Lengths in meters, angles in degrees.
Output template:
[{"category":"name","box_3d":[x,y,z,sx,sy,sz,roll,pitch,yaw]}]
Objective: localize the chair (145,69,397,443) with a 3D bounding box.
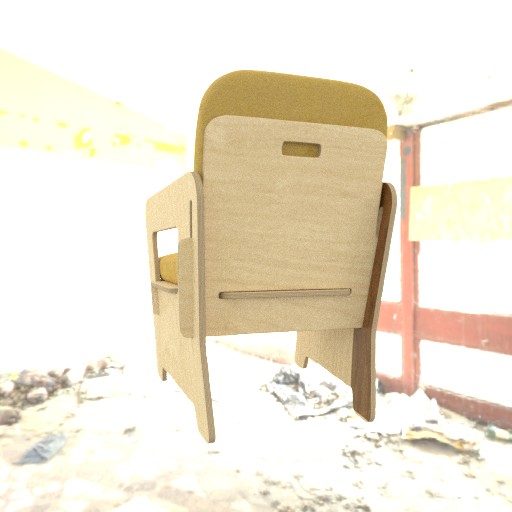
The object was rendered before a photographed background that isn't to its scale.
[{"category":"chair","box_3d":[0.000,0.000,1.284,0.590,0.800,0.710,0,1,-18]}]
